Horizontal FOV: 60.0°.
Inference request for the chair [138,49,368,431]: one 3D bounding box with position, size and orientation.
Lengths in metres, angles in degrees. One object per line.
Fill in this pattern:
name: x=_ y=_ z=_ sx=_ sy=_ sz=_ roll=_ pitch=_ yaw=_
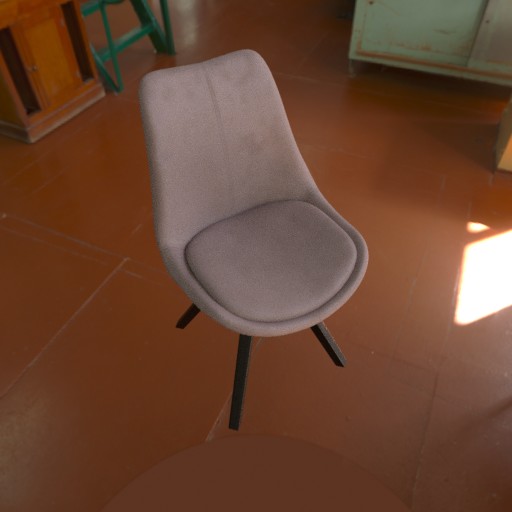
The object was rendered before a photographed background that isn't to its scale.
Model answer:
chair: x=0.000 y=0.000 z=1.195 sx=0.483 sy=0.865 sz=0.547 roll=-24 pitch=51 yaw=-21
